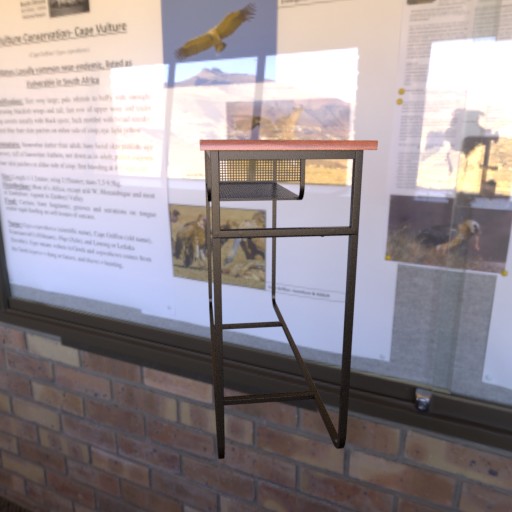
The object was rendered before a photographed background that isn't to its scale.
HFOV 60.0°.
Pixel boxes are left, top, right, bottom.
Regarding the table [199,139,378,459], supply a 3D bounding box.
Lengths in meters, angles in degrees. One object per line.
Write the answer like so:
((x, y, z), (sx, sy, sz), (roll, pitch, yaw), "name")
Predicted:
((0.000, 0.000, 1.480), (0.350, 0.750, 1.100), (-2, 15, -7), "table")
